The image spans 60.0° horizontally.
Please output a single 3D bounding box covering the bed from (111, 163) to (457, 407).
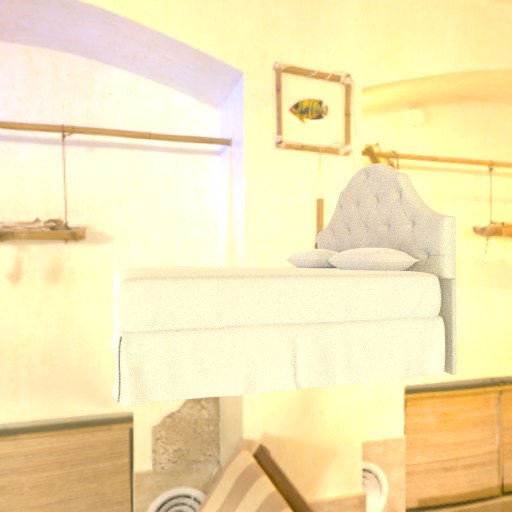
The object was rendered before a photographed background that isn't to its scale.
[{"bbox_3d":[0.000,0.000,3.575,2.214,1.615,2.008,0,0,-18],"label":"bed"}]
